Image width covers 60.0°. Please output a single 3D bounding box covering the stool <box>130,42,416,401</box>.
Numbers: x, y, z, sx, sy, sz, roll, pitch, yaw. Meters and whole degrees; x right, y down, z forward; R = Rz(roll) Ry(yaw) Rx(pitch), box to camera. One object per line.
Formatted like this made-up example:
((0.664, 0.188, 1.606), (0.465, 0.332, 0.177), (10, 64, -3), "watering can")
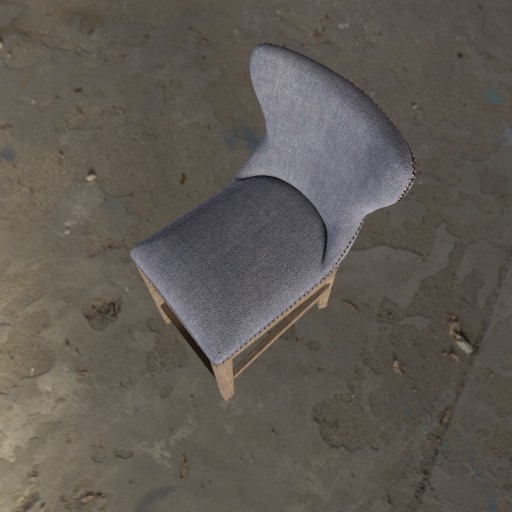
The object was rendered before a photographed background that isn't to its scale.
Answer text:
((0.000, 0.000, 1.322), (0.608, 0.981, 0.498), (-36, 69, -16), "stool")
